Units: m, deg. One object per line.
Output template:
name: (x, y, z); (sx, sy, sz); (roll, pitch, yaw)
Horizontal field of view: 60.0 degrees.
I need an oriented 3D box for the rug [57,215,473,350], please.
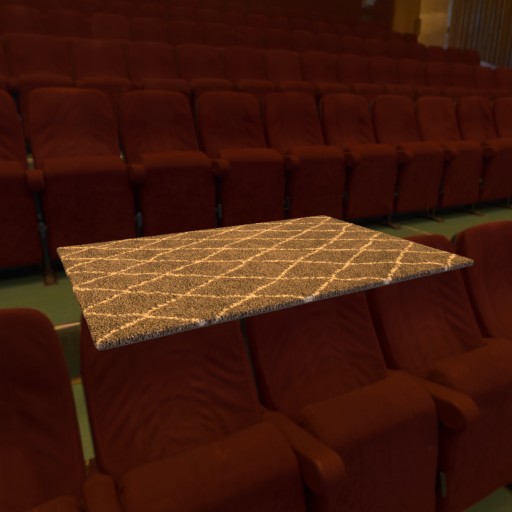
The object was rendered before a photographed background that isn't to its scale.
rug: (0.000, 0.000, 2.275); (1.778, 0.030, 1.219); (-9, 19, -27)
